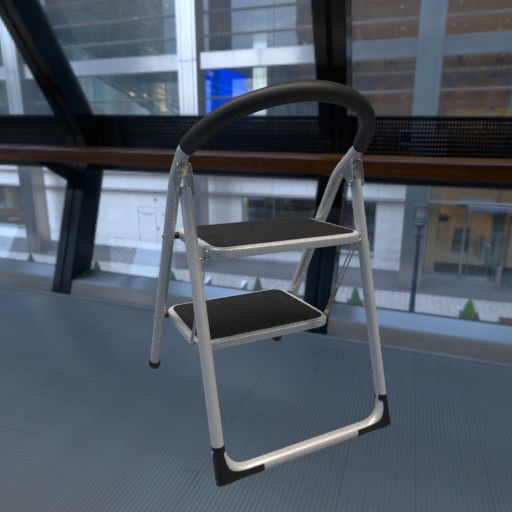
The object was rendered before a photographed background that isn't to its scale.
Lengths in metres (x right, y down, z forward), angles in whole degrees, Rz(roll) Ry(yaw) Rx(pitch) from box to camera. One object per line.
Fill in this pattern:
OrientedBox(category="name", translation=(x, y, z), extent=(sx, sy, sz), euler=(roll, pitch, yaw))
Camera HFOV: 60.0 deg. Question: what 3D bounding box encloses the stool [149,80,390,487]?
OrientedBox(category="stool", translation=(0.000, 0.000, 1.098), extent=(0.453, 0.760, 0.559), euler=(-7, 16, -26))
